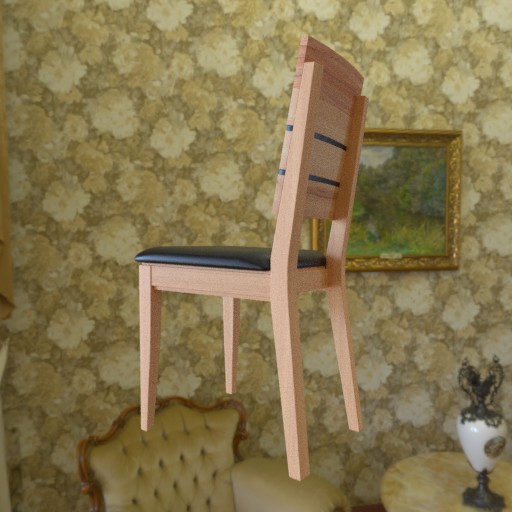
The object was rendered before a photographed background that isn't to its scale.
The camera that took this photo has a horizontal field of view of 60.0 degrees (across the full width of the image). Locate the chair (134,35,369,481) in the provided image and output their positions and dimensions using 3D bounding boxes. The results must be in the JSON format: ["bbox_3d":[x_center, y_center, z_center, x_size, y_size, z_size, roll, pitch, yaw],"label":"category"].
[{"bbox_3d":[0.000,0.000,1.196,0.520,0.940,0.410,1,2,36],"label":"chair"}]
